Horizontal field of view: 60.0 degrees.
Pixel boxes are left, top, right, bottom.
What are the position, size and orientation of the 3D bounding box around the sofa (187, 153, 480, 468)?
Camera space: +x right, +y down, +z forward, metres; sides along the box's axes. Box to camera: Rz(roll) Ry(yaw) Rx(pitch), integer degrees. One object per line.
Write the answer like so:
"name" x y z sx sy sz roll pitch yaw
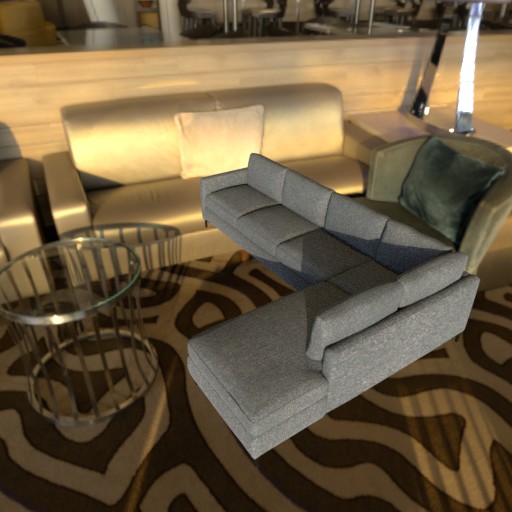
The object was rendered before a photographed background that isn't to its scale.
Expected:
"sofa" 0.000 0.000 3.859 2.007 0.815 2.949 -19 36 -28
